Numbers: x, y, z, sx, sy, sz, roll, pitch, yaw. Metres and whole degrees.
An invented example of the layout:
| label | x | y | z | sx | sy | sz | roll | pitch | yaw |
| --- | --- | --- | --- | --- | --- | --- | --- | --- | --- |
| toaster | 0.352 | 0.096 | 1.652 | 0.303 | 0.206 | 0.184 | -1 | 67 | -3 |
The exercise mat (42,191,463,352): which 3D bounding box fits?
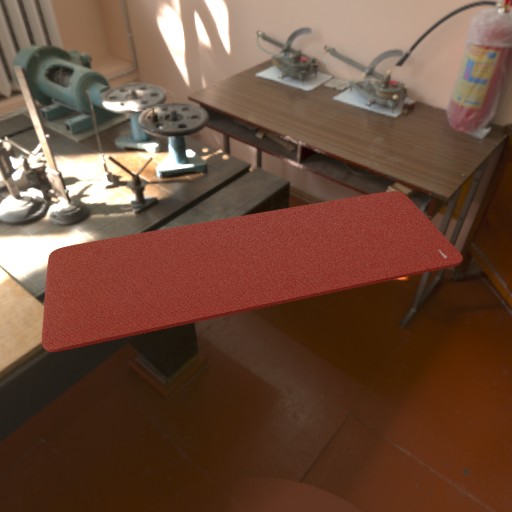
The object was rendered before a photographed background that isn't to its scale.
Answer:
| label | x | y | z | sx | sy | sz | roll | pitch | yaw |
| --- | --- | --- | --- | --- | --- | --- | --- | --- | --- |
| exercise mat | 0.000 | 0.000 | 2.075 | 1.869 | 0.021 | 0.616 | -11 | 43 | -12 |
